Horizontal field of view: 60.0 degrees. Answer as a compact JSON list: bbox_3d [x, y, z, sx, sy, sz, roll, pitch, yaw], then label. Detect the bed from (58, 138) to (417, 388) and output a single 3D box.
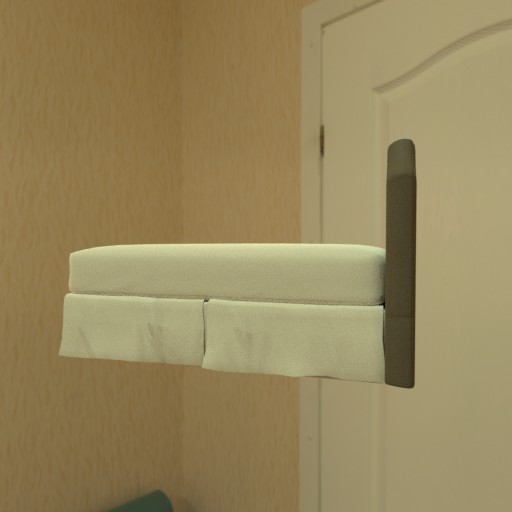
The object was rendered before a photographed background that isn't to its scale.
[{"bbox_3d":[0.000,0.000,3.308,2.181,1.297,1.831,1,2,18],"label":"bed"}]
